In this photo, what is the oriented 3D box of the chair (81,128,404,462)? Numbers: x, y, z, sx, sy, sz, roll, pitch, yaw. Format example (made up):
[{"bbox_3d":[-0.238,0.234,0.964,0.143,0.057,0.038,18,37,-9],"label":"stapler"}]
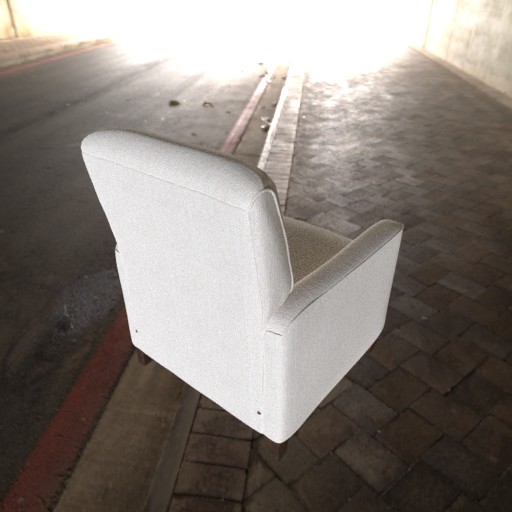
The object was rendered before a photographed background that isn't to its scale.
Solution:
[{"bbox_3d":[0.000,0.000,1.658,0.841,1.028,0.858,23,38,33],"label":"chair"}]
